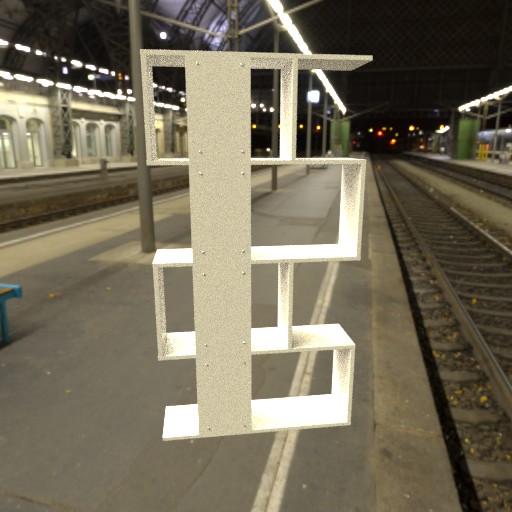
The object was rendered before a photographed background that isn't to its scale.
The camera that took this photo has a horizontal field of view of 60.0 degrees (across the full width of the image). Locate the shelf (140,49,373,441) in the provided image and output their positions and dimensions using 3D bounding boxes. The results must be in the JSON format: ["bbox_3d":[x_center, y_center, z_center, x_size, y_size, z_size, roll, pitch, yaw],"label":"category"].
[{"bbox_3d":[0.000,0.000,1.999,0.890,1.650,0.250,-2,14,-7],"label":"shelf"}]
